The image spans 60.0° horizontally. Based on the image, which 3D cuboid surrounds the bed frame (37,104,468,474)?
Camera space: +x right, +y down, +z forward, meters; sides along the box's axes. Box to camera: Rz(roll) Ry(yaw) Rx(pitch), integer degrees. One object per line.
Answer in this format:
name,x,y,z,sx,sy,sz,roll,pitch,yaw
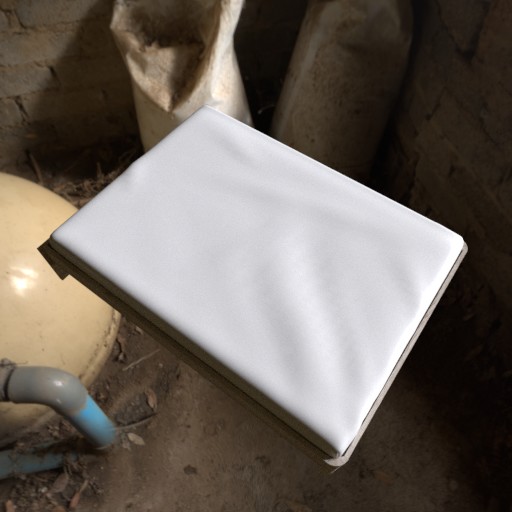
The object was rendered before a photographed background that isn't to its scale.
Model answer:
bed frame,0.000,0.000,2.593,1.950,0.462,1.490,32,64,18
